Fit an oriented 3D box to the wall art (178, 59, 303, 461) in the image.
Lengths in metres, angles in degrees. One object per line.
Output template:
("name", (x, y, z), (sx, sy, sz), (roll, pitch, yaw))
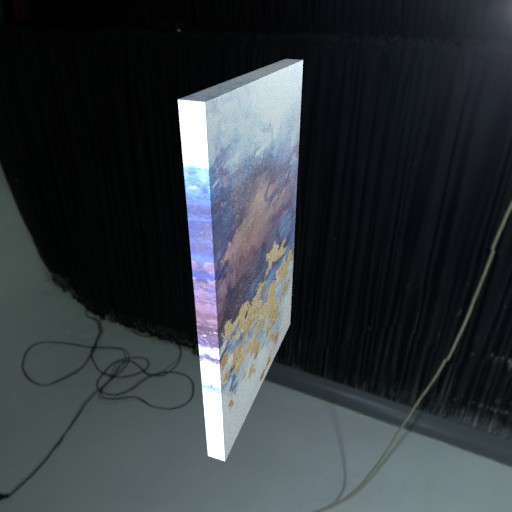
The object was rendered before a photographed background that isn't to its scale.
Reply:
("wall art", (0.000, 0.000, 1.144), (0.048, 0.874, 0.583), (10, 32, 17))
